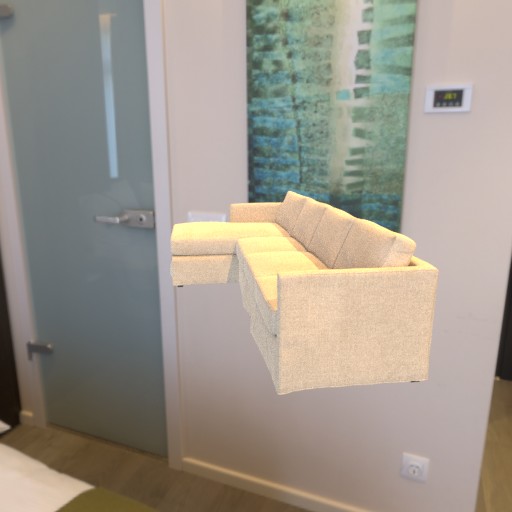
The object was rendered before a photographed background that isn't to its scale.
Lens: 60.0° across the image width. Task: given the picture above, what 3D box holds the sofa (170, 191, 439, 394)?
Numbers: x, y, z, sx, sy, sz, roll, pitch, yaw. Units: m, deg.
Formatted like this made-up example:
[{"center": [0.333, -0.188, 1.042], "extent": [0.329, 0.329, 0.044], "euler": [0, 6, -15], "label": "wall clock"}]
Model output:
[{"center": [0.000, 0.000, 3.982], "extent": [1.650, 0.922, 3.205], "euler": [-2, 14, -8], "label": "sofa"}]
